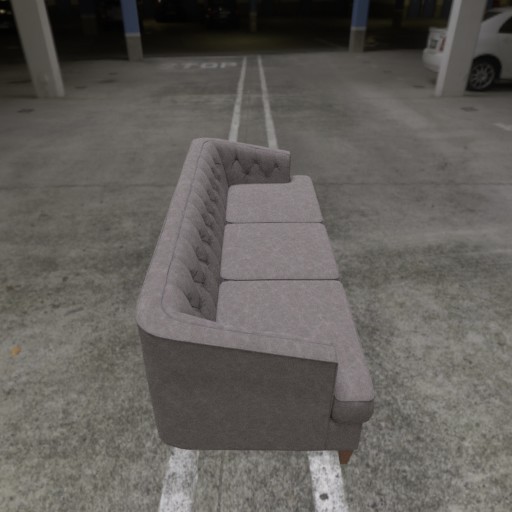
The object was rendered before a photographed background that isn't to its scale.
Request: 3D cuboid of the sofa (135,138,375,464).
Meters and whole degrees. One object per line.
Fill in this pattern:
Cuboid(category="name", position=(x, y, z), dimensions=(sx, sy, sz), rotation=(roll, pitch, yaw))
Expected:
Cuboid(category="sofa", position=(0.000, 0.000, 2.648), dimensions=(0.917, 0.806, 2.247), rotation=(0, 33, -1))
